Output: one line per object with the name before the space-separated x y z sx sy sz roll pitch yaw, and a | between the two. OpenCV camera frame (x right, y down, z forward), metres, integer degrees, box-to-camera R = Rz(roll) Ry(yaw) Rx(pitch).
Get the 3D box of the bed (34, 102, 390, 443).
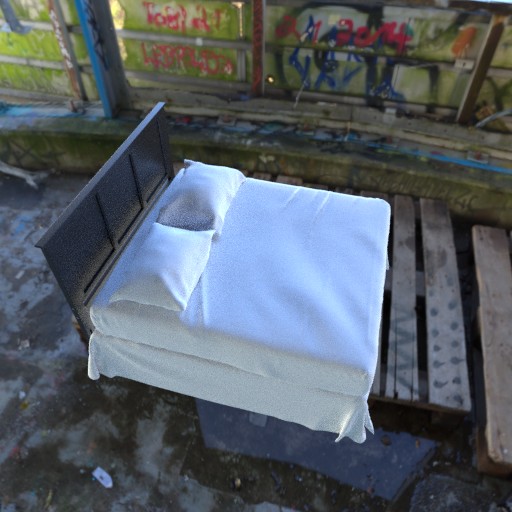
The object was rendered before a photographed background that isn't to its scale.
bed | 0.000 0.000 3.205 2.050 1.270 1.870 11 48 10
